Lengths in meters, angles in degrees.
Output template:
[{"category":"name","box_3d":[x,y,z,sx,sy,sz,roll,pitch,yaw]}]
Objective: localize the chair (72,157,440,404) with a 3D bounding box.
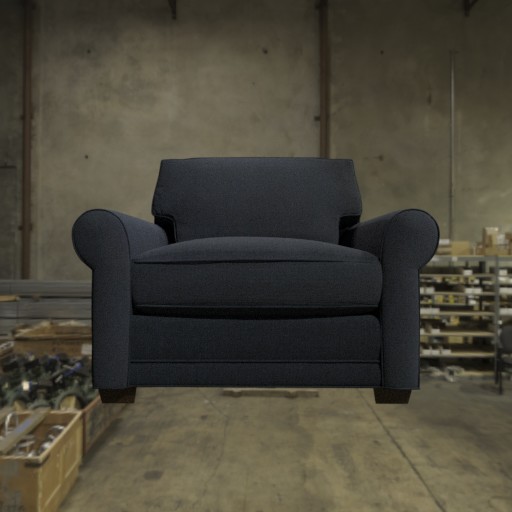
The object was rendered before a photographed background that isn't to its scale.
[{"category":"chair","box_3d":[0.000,0.000,1.968,1.285,1.044,0.963,0,0,0]}]
